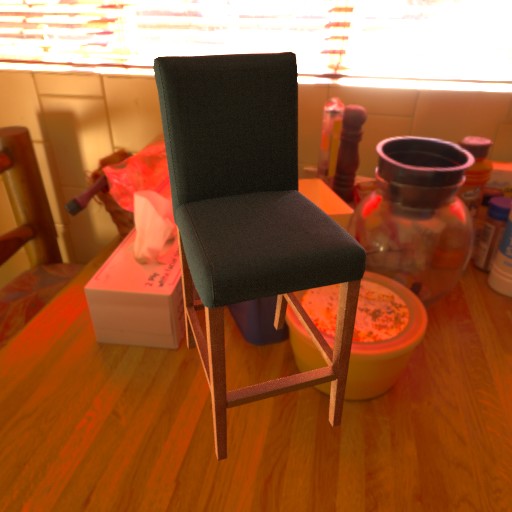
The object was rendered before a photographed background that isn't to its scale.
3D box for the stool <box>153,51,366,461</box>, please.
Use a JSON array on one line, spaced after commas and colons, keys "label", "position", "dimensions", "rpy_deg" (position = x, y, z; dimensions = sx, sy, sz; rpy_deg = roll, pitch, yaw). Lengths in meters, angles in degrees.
[{"label": "stool", "position": [0.000, 0.000, 1.366], "dimensions": [0.454, 1.088, 0.574], "rpy_deg": [-10, 32, -16]}]
